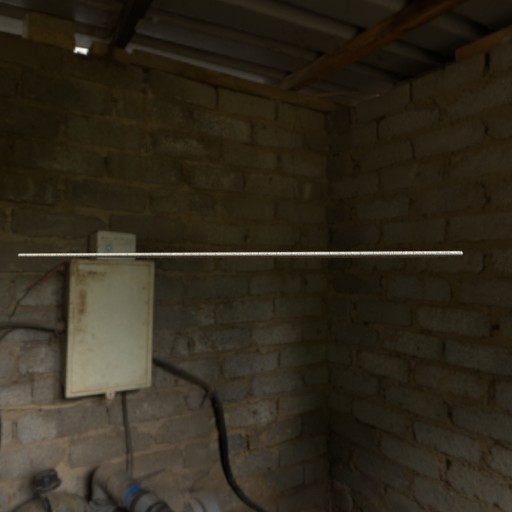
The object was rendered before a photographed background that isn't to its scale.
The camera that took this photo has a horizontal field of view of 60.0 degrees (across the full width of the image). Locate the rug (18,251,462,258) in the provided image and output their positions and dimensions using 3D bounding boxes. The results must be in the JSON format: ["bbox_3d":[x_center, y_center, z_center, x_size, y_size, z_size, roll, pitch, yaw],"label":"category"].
[{"bbox_3d":[0.000,0.000,2.719,2.132,0.015,1.526,0,-1,18],"label":"rug"}]
